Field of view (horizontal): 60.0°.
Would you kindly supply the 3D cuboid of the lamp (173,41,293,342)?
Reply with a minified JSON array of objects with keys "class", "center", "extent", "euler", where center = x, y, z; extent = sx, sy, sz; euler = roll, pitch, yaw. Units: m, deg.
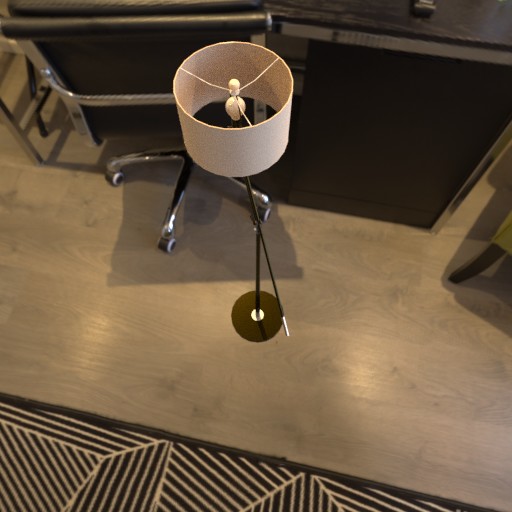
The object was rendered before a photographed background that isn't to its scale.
[{"class":"lamp","center":[0.000,0.000,2.021],"extent":[0.373,1.635,0.809],"euler":[-17,65,-8]}]
